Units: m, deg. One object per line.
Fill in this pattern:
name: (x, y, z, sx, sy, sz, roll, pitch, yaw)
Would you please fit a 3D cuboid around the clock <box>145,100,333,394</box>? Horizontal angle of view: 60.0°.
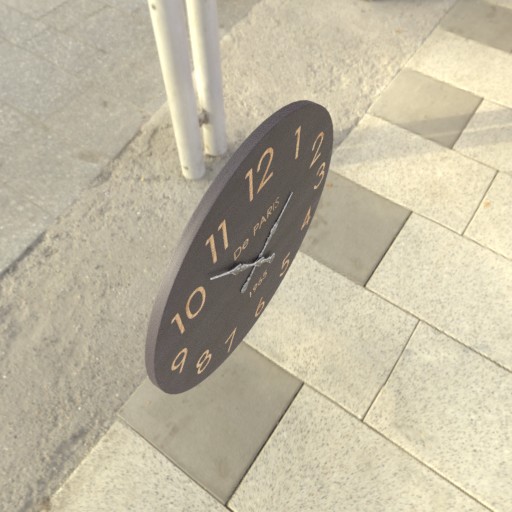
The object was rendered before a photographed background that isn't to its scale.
clock: (0.000, 0.000, 0.857, 0.029, 0.595, 0.595, 29, 62, 17)
